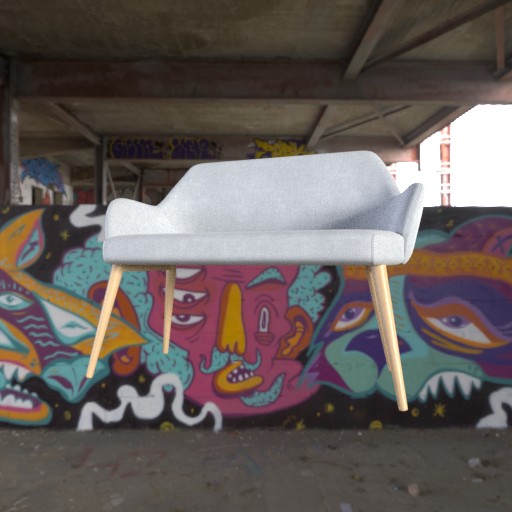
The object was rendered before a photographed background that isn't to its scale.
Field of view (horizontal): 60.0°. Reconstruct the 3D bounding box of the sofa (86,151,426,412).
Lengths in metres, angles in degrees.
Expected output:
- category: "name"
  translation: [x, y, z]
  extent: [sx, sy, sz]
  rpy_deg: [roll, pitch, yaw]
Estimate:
- category: "sofa"
  translation: [0.000, 0.000, 1.609]
  extent: [1.150, 0.840, 0.610]
  rpy_deg: [0, -1, 19]
